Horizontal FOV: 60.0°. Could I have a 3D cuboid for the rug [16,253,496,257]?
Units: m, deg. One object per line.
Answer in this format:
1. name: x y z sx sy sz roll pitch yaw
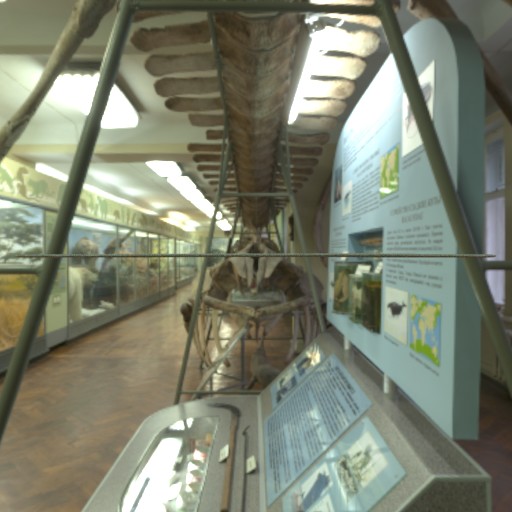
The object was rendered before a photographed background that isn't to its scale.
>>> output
1. rug: 0.000 0.000 2.288 1.830 0.016 1.224 0 0 0
